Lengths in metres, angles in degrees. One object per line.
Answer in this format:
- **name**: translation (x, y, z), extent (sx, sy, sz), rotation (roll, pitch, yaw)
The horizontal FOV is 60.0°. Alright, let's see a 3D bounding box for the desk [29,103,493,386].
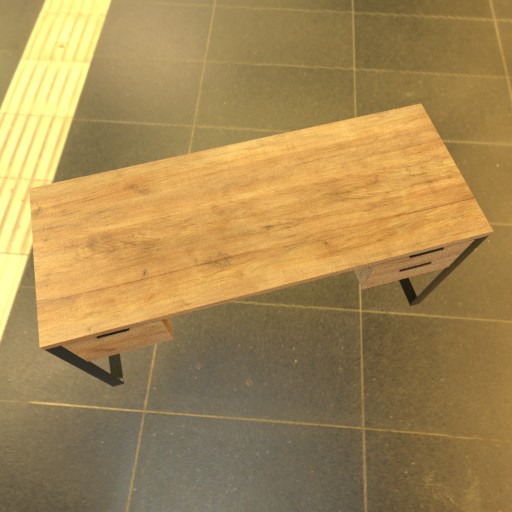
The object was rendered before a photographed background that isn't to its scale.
- **desk**: translation (0.000, 0.000, 1.893), extent (1.520, 0.760, 0.600), rotation (-14, 66, -6)
